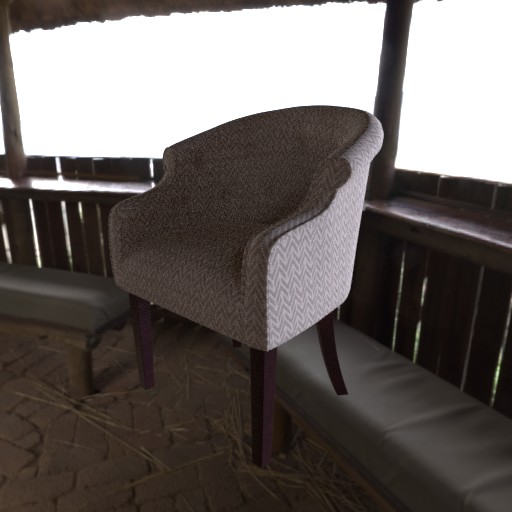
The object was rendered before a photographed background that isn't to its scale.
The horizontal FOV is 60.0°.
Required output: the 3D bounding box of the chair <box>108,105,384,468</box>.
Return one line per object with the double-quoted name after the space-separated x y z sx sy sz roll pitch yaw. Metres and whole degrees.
0.000 0.000 1.306 0.686 0.858 0.613 15 22 41 "chair"
